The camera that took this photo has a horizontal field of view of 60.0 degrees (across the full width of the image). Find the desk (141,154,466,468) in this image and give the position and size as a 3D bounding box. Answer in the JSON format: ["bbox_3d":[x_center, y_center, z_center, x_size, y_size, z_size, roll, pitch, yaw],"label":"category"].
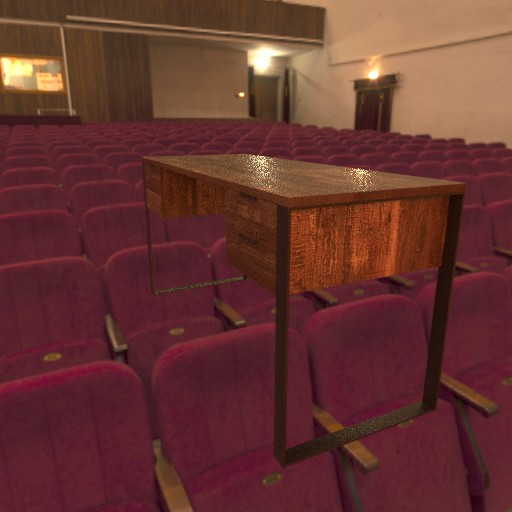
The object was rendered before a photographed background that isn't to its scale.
[{"bbox_3d":[0.000,0.000,1.914,0.599,0.762,1.524,-8,18,-25],"label":"desk"}]
